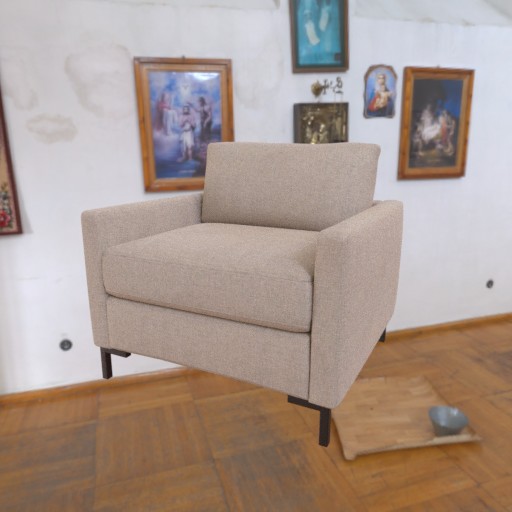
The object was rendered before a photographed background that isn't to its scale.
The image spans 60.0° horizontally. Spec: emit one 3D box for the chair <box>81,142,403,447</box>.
[{"bbox_3d":[0.000,0.000,1.705,0.963,0.861,0.866,7,15,26],"label":"chair"}]
